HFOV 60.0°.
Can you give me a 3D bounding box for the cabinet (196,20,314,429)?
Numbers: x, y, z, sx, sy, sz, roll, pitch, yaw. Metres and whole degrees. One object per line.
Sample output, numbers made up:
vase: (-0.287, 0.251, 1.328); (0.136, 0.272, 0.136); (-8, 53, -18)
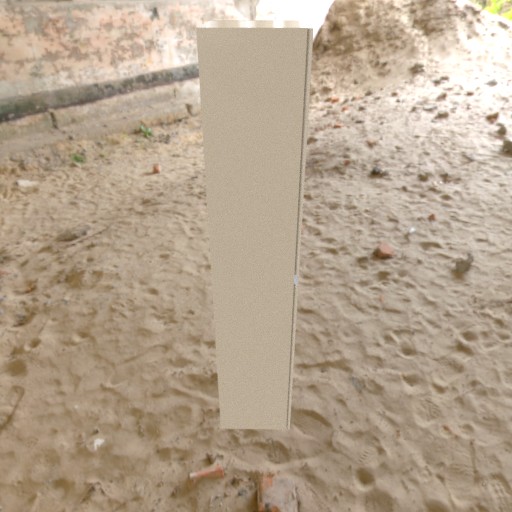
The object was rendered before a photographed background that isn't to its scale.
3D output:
cabinet: (0.000, 0.000, 1.505); (0.270, 1.400, 0.300); (1, 31, 1)
